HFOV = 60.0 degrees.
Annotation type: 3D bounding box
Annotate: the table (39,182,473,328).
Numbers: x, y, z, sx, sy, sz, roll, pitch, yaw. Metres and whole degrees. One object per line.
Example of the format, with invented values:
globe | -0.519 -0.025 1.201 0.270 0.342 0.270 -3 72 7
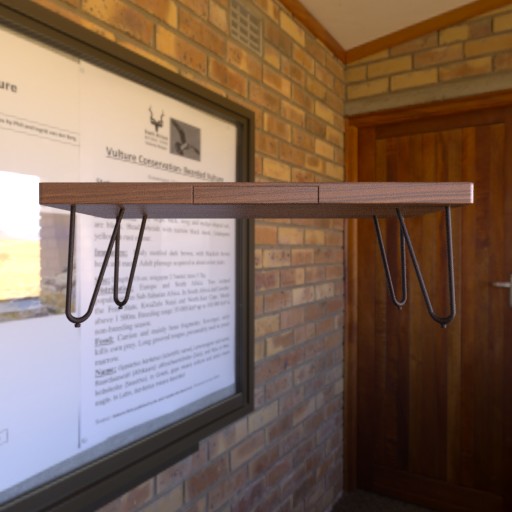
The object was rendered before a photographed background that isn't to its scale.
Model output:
table | 0.000 0.000 1.701 1.375 0.468 0.637 0 1 0
